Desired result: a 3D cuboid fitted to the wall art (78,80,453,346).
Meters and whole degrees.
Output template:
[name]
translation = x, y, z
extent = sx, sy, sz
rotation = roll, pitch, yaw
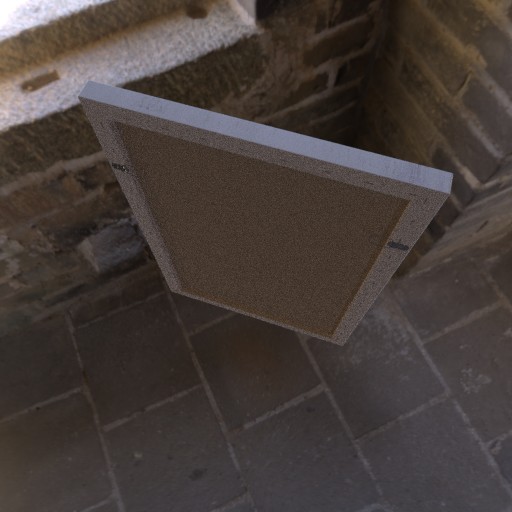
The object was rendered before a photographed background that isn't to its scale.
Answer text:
[wall art]
translation = 0.000, 0.000, 1.126
extent = 0.624, 0.914, 0.043
rotation = 17, 66, 8
